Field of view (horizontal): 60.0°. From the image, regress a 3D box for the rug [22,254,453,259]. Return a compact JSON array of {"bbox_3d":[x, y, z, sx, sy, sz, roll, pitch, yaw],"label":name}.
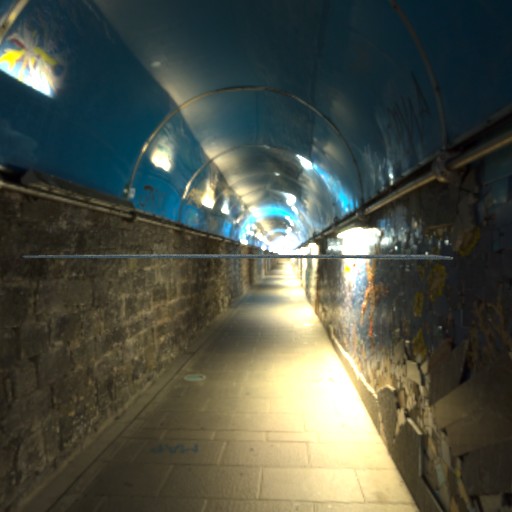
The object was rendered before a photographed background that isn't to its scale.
[{"bbox_3d":[0.000,0.000,4.338,3.342,0.018,2.432,0,1,19],"label":"rug"}]
